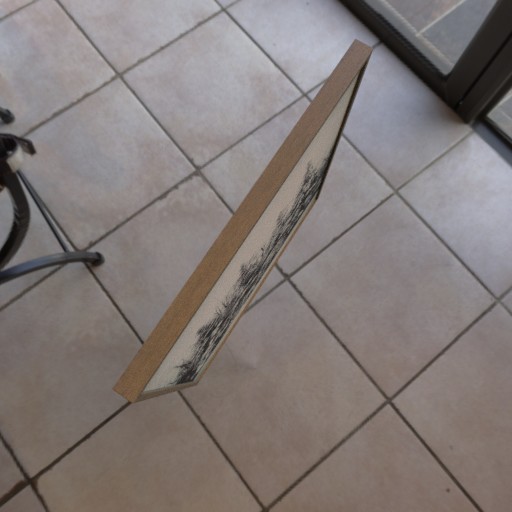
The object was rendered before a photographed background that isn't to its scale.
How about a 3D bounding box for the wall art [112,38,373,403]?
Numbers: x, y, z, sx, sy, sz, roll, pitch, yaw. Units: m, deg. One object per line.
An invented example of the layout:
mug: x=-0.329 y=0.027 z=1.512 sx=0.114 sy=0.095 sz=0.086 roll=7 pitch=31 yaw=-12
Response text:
wall art: x=0.000 y=0.000 z=1.126 sx=0.039 sy=0.758 sz=0.758 roll=32 pitch=78 yaw=8
